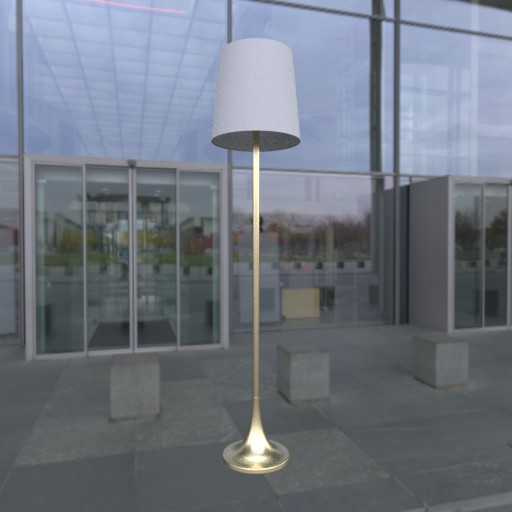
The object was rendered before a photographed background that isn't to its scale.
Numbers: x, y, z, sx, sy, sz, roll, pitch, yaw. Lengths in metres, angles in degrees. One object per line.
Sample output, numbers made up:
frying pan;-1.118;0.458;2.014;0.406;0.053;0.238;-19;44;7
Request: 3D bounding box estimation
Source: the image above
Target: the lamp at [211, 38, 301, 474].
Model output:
lamp;0.000;0.000;1.691;0.337;1.543;0.337;0;1;0
